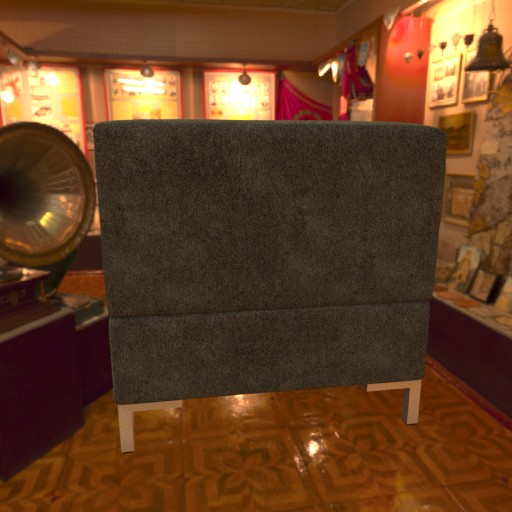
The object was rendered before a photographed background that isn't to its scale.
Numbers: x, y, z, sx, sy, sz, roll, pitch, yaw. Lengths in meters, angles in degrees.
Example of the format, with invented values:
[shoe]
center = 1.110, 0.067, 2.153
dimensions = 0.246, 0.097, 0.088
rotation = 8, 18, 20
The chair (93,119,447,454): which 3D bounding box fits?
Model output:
[chair]
center = 0.000, 0.000, 1.191
dimensions = 0.680, 0.660, 0.680
rotation = -2, 13, -9
